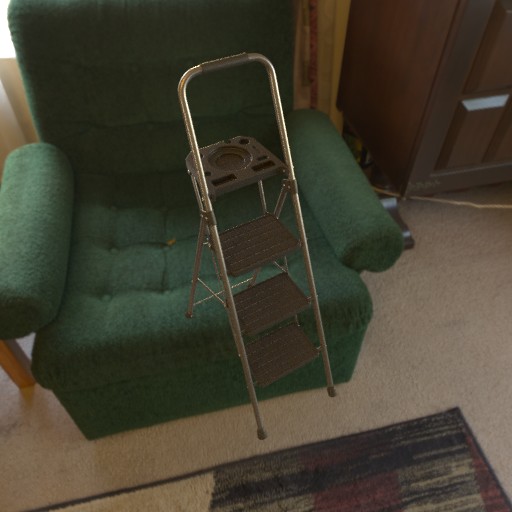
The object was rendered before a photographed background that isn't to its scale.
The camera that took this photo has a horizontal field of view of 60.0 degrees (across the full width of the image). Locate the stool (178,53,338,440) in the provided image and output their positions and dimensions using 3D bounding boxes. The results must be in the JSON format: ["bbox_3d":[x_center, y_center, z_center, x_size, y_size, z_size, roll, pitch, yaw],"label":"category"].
[{"bbox_3d":[0.000,0.000,1.590,0.396,1.277,0.733,-23,51,-21],"label":"stool"}]
